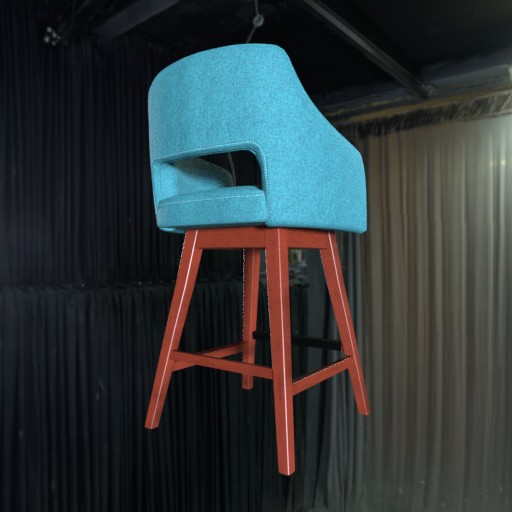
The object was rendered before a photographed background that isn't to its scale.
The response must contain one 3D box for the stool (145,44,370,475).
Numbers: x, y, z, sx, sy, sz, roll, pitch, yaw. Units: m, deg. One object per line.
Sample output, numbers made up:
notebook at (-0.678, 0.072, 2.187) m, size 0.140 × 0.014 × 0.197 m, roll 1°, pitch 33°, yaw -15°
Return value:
stool at (0.000, 0.000, 1.272) m, size 0.548 × 0.961 × 0.556 m, roll 0°, pitch 0°, yaw 36°
